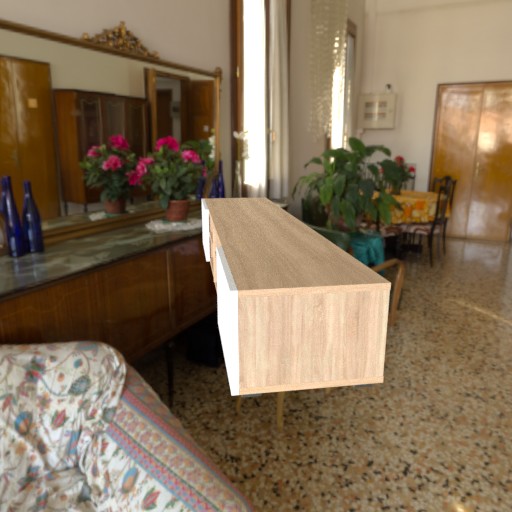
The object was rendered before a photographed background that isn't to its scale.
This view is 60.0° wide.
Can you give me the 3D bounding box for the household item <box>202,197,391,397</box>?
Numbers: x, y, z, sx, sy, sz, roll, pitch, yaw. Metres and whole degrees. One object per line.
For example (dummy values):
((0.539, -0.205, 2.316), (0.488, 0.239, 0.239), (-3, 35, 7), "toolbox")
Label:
((0.000, 0.000, 2.043), (0.420, 0.310, 1.850), (-2, 15, -9), "household item")
